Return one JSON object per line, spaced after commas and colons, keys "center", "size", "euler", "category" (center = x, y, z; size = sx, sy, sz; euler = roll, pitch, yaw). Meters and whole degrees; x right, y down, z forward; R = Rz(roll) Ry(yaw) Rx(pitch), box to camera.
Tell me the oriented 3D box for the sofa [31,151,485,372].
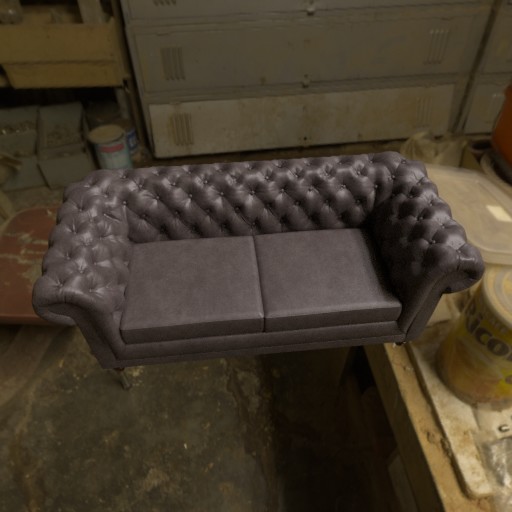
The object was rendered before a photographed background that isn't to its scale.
{"center": [0.000, 0.000, 2.473], "size": [2.048, 0.779, 0.944], "euler": [-4, 47, -4], "category": "sofa"}
